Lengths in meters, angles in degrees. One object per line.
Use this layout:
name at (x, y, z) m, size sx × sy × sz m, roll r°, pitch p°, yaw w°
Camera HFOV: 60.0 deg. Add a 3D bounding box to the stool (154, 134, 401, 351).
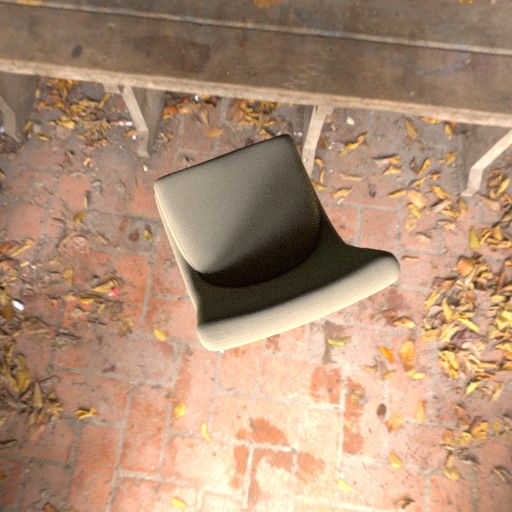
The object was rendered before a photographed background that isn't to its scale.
stool at (0.000, 0.000, 1.415) m, size 0.470 × 1.078 × 0.577 m, roll -20°, pitch 76°, yaw -5°
